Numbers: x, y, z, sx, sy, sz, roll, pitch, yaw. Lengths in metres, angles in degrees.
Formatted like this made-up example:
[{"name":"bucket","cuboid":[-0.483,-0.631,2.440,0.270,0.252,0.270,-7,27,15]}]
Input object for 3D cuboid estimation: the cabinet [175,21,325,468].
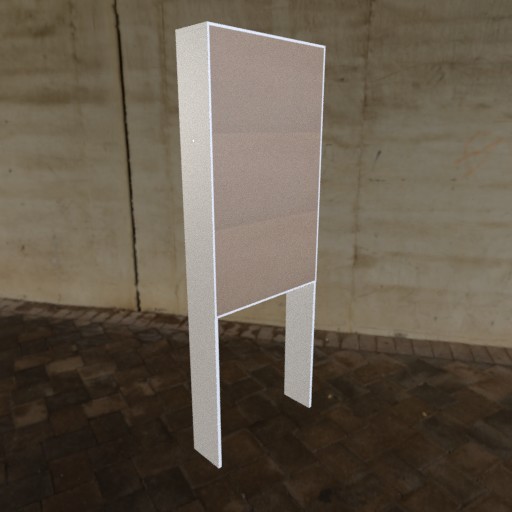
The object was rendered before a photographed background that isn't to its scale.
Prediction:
[{"name":"cabinet","cuboid":[0.000,0.000,1.981,0.643,1.770,0.192,-15,22,-42]}]
